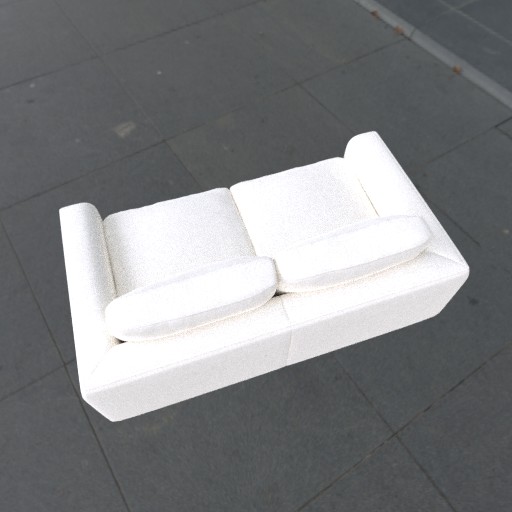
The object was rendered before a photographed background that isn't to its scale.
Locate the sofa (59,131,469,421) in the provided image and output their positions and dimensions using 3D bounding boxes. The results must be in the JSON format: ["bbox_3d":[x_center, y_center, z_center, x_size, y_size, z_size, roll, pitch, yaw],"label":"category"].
[{"bbox_3d":[0.000,0.000,2.399,1.920,0.801,1.069,-16,59,-10],"label":"sofa"}]
